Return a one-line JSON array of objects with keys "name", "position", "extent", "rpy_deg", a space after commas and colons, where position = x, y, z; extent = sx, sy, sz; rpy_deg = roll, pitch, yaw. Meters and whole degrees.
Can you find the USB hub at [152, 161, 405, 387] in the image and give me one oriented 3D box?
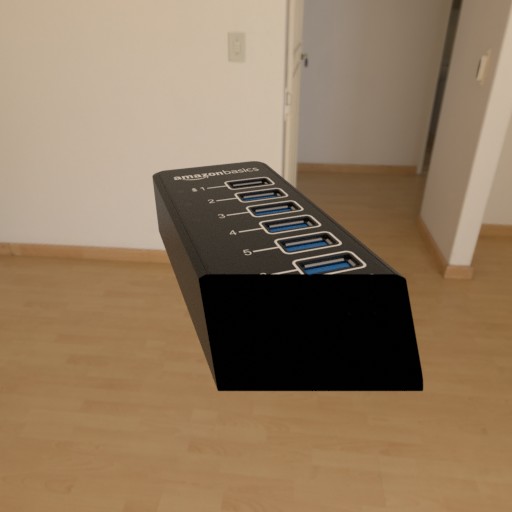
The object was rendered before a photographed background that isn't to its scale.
[{"name": "USB hub", "position": [0.000, 0.000, 0.131], "extent": [0.044, 0.023, 0.110], "rpy_deg": [-10, 31, -17]}]
